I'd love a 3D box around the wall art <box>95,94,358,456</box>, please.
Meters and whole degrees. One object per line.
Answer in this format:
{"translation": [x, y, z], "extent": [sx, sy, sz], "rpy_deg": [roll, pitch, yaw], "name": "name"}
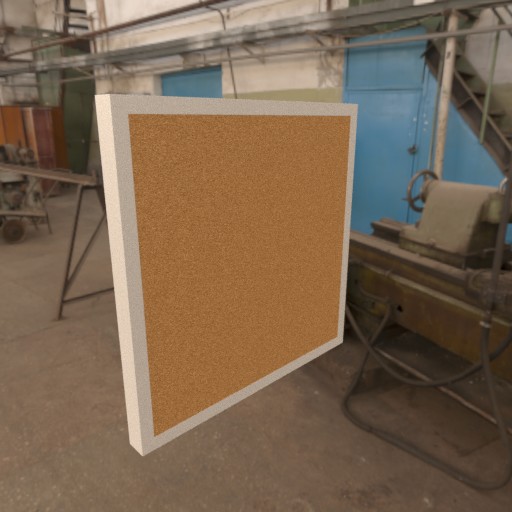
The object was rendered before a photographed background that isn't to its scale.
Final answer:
{"translation": [0.000, 0.000, 0.767], "extent": [0.507, 0.508, 0.038], "rpy_deg": [-16, 23, -42], "name": "wall art"}
